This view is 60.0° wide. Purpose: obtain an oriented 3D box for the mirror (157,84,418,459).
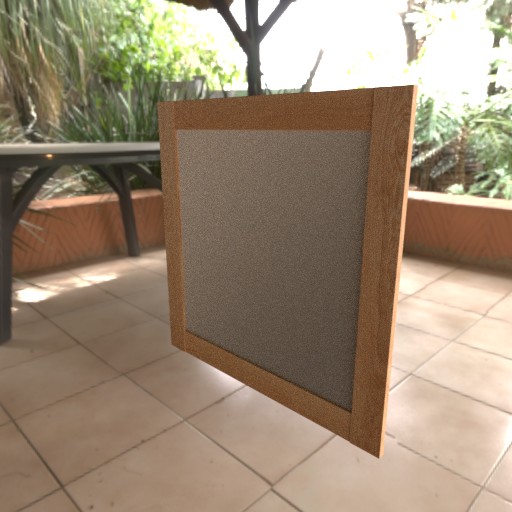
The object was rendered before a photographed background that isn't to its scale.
[{"bbox_3d":[0.000,0.000,1.173,0.800,0.800,0.020,15,22,42],"label":"mirror"}]
